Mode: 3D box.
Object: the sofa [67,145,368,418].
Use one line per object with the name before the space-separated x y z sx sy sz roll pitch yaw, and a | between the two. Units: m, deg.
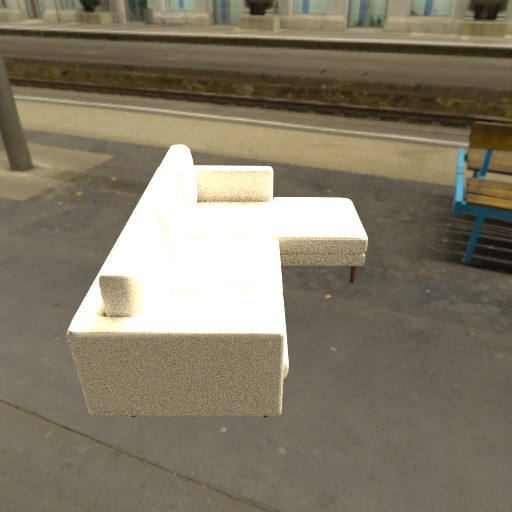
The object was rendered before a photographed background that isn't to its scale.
sofa | 0.000 0.000 2.796 1.580 0.899 2.029 0 31 0
